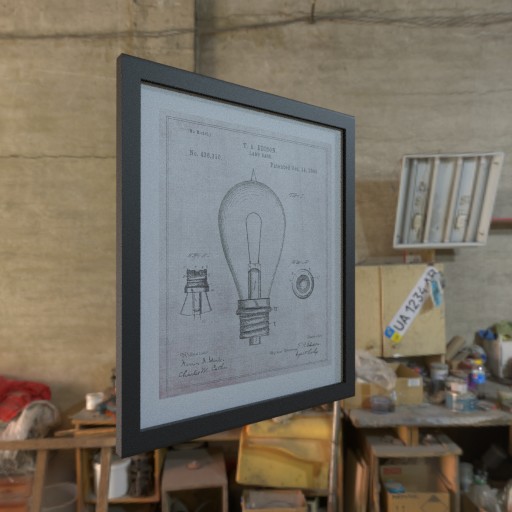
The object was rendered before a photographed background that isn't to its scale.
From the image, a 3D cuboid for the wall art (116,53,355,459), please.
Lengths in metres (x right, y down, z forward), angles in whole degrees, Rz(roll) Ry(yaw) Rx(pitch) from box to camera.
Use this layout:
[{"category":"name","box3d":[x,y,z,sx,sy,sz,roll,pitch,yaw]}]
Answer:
[{"category":"wall art","box3d":[0.000,0.000,0.689,0.430,0.509,0.021,0,0,-36]}]
